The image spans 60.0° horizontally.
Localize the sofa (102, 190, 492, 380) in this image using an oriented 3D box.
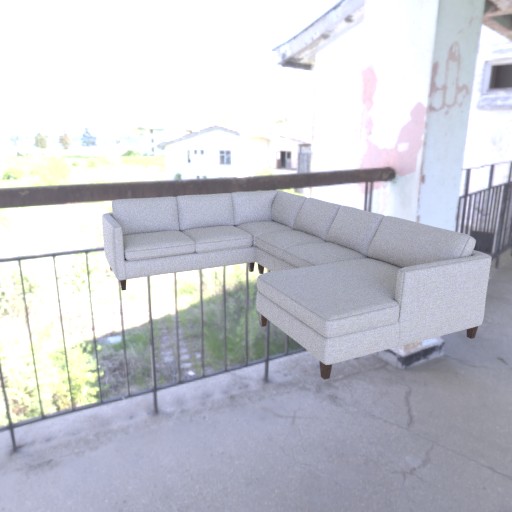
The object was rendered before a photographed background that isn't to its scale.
[{"bbox_3d":[0.000,0.000,4.464,2.551,0.889,3.403,-7,17,-25],"label":"sofa"}]
